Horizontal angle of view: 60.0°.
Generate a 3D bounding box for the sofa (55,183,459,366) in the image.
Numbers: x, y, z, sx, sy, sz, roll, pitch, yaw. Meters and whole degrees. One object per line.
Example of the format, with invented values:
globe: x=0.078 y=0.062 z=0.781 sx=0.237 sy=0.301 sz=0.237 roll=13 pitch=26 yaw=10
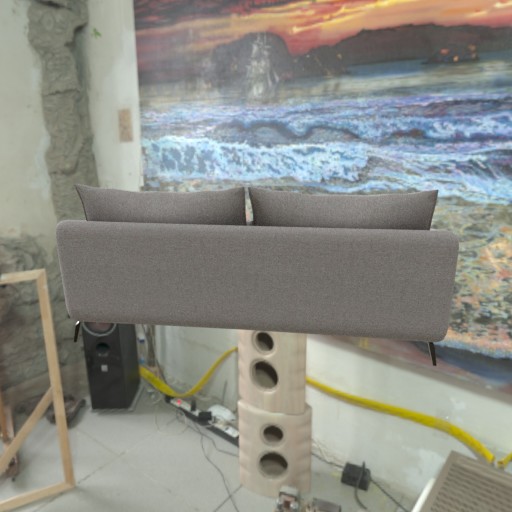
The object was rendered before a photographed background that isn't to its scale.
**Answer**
sofa: x=0.000 y=0.000 z=2.453 sx=2.022 sy=0.833 sz=0.809 roll=2 pitch=15 yaw=8
